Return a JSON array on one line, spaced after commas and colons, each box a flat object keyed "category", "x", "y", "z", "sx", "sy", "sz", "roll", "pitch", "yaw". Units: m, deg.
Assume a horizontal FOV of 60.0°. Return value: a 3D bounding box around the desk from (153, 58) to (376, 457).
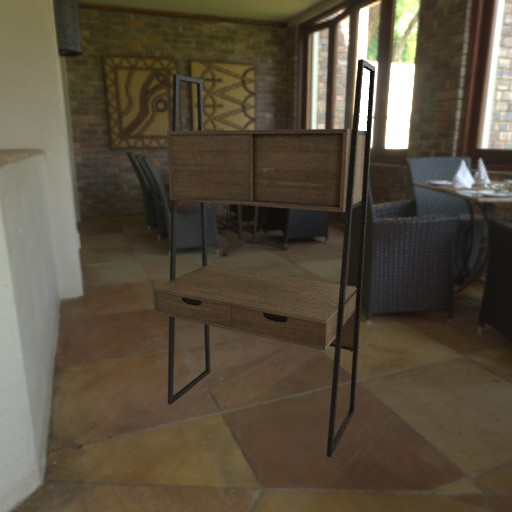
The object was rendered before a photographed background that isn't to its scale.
[{"category": "desk", "x": 0.000, "y": 0.000, "z": 2.264, "sx": 0.982, "sy": 1.809, "sz": 0.515, "roll": 7, "pitch": 16, "yaw": 26}]
